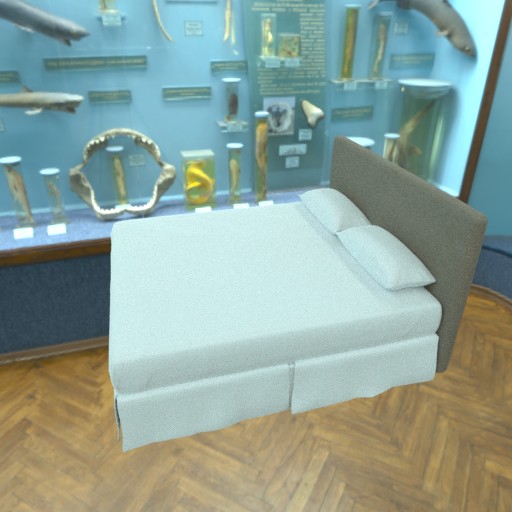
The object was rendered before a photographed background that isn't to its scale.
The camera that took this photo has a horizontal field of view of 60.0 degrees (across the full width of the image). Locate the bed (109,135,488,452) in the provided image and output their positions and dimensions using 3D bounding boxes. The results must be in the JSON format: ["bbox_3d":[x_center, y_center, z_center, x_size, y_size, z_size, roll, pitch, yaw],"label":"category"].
[{"bbox_3d":[0.000,0.000,3.523,2.341,1.317,2.119,-8,30,-13],"label":"bed"}]
